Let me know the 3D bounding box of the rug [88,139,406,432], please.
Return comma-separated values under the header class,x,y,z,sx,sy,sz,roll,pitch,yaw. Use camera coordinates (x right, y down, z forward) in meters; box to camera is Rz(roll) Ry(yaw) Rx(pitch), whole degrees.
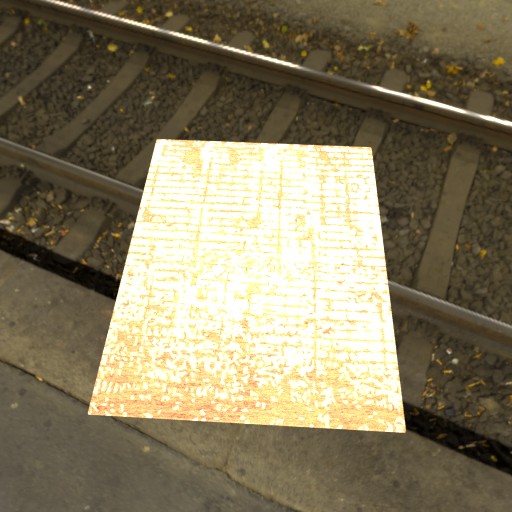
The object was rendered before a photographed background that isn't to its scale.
class,x,y,z,sx,sy,sz,roll,pitch,yaw
rug,0.000,0.000,4.216,2.441,0.011,3.050,3,57,2
